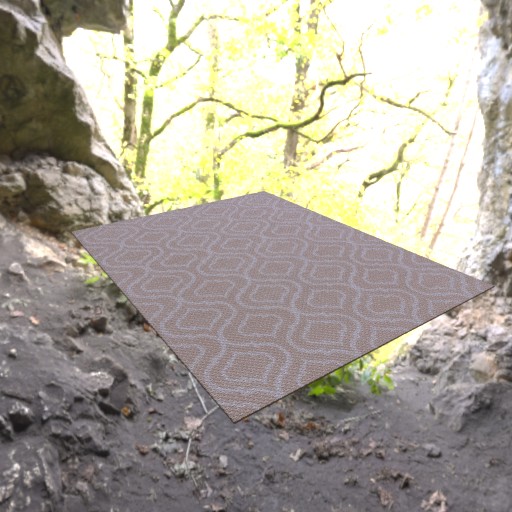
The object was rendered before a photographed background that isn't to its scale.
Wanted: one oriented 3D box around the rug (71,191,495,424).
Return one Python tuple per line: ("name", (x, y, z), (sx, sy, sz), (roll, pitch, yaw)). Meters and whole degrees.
("rug", (0.000, 0.000, 3.752), (2.286, 0.013, 2.894), (-17, 30, -31))
